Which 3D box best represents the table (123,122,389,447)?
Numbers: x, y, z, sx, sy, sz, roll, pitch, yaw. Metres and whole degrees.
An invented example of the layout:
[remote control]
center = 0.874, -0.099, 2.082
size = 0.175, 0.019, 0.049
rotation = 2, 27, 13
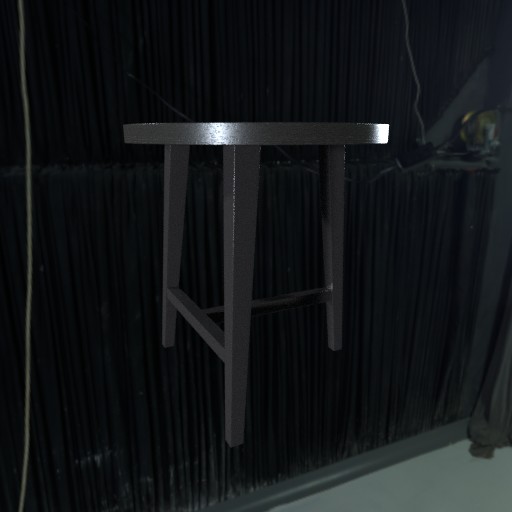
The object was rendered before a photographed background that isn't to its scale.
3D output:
[table]
center = 0.000, 0.000, 0.939
size = 0.500, 0.531, 0.500
rotation = 0, 15, 0
